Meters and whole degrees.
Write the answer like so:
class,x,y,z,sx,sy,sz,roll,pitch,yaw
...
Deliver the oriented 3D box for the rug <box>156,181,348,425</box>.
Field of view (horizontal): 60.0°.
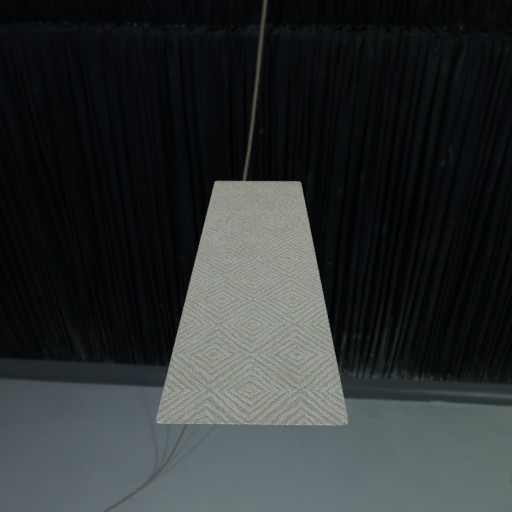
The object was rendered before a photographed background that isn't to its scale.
class,x,y,z,sx,sy,sz,roll,pitch,yaw
rug,0.000,0.000,2.524,0.676,0.008,2.277,0,31,1
